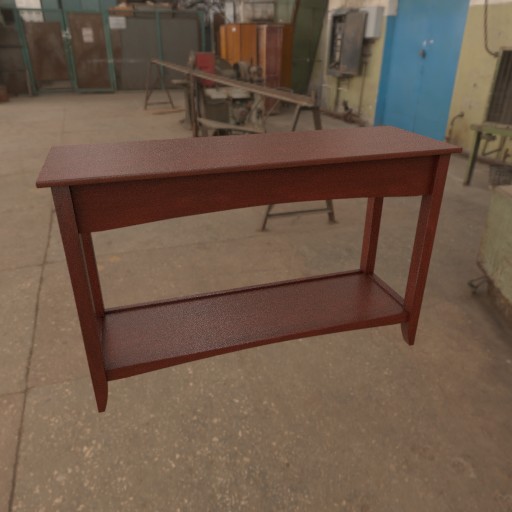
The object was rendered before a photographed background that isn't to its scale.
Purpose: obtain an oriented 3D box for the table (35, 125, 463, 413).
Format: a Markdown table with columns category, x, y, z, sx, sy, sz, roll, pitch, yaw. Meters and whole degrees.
| category | x | y | z | sx | sy | sz | roll | pitch | yaw |
| --- | --- | --- | --- | --- | --- | --- | --- | --- | --- |
| table | 0.000 | 0.000 | 1.509 | 1.188 | 0.739 | 0.392 | -8 | 27 | -15 |
